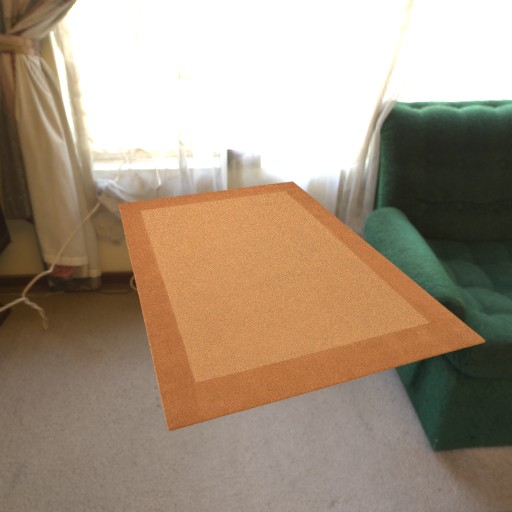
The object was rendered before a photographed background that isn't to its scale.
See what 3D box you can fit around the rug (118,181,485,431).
[{"bbox_3d":[0.000,0.000,2.270,1.219,0.014,1.829,-10,32,-17],"label":"rug"}]
